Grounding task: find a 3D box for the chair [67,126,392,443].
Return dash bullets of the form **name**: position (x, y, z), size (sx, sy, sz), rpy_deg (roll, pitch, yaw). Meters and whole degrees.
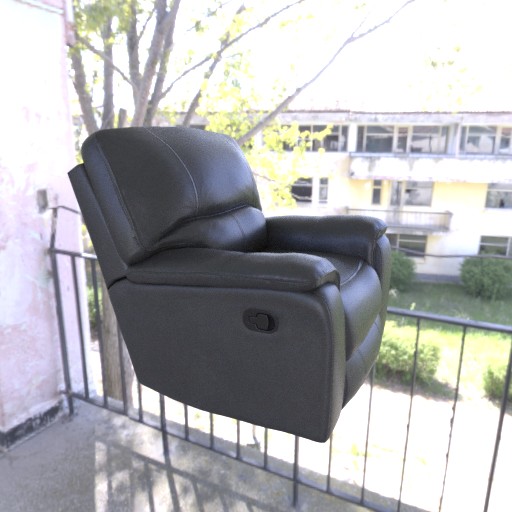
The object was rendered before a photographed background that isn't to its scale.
- **chair**: position (0.000, 0.000, 1.956), size (1.087, 1.109, 1.096), rpy_deg (7, 16, 25)
